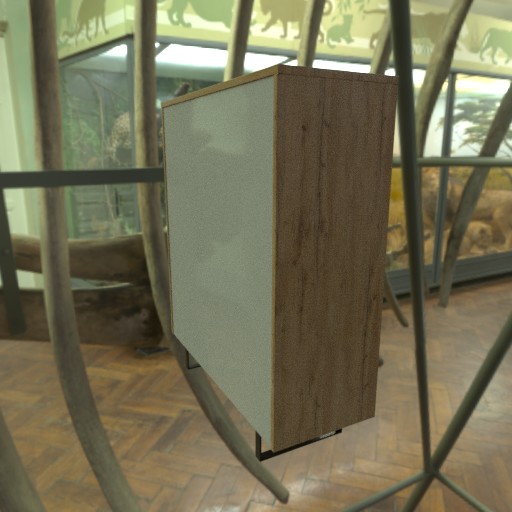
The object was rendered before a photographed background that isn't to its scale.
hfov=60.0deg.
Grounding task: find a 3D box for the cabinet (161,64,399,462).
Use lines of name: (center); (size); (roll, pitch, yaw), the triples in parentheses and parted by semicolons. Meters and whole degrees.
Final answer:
cabinet: (0.000, 0.000, 2.003); (0.473, 1.397, 1.168); (-7, 15, -27)
